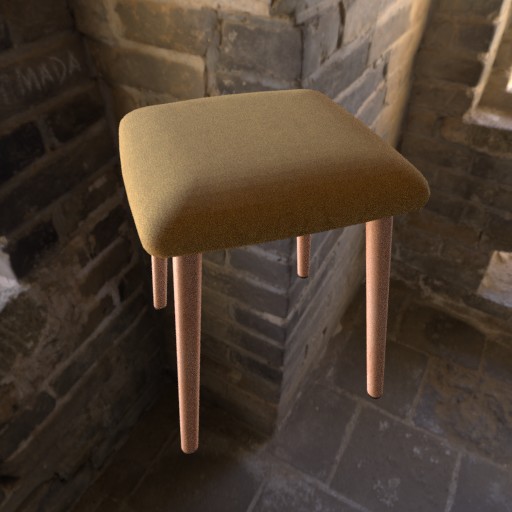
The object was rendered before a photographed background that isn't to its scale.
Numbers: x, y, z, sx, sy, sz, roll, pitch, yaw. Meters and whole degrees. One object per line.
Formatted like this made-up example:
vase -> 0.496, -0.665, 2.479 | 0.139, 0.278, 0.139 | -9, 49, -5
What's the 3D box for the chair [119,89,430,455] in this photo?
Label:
chair -> 0.000, 0.000, 0.705 | 0.350, 0.440, 0.350 | -11, 41, -14
